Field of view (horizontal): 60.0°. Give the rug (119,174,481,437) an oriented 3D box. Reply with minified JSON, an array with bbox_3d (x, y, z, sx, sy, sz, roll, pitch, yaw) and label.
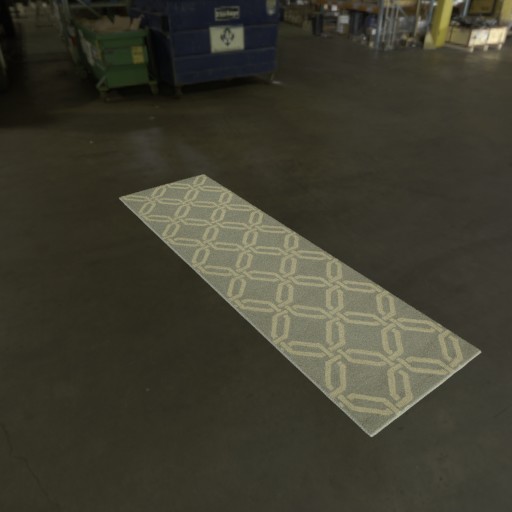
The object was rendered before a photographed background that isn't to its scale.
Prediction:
[{"bbox_3d":[0.000,0.000,2.452,0.678,0.014,2.276,-22,40,-29],"label":"rug"}]
